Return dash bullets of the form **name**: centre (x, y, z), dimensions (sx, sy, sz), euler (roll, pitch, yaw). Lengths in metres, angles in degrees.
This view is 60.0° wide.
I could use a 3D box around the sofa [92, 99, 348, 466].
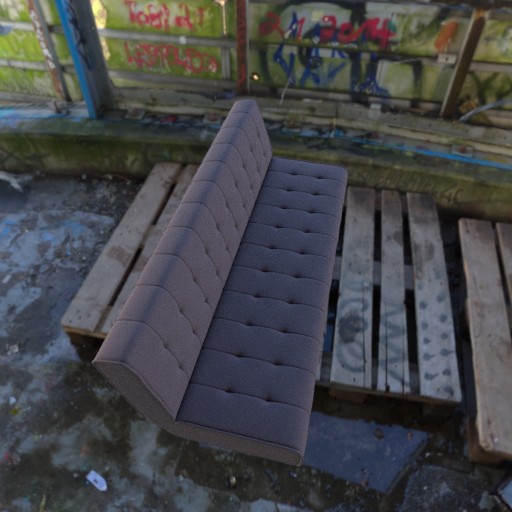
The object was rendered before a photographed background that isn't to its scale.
- **sofa**: centre (0.000, 0.000, 2.125), dimensions (0.747, 0.699, 1.703), euler (10, 48, 9)
